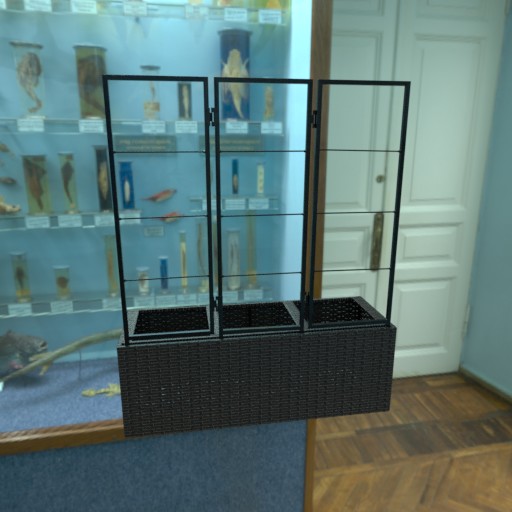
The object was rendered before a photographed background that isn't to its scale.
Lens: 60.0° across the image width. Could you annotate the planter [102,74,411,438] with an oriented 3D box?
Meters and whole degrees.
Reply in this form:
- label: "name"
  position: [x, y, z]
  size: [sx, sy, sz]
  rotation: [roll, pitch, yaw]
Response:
- label: "planter"
  position: [0.000, 0.000, 1.155]
  size: [0.699, 0.841, 0.244]
  rotation: [-2, 15, -9]
